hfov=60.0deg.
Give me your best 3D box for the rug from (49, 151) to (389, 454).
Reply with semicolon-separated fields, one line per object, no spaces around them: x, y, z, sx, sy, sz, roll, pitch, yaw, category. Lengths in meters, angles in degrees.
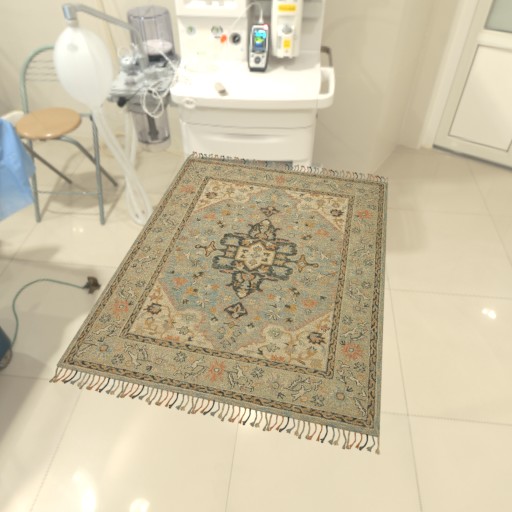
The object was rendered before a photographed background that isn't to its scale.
0.000;0.000;2.227;1.278;0.009;1.730;9;45;9;rug
